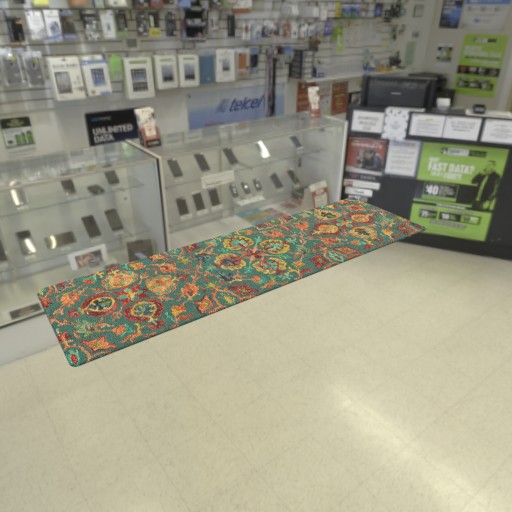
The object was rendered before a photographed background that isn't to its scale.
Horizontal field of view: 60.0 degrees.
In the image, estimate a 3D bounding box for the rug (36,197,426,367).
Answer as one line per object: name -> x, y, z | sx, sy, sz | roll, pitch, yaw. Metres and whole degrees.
rug -> 0.000, 0.000, 2.601 | 2.286, 0.013, 0.686 | -19, 34, -30
